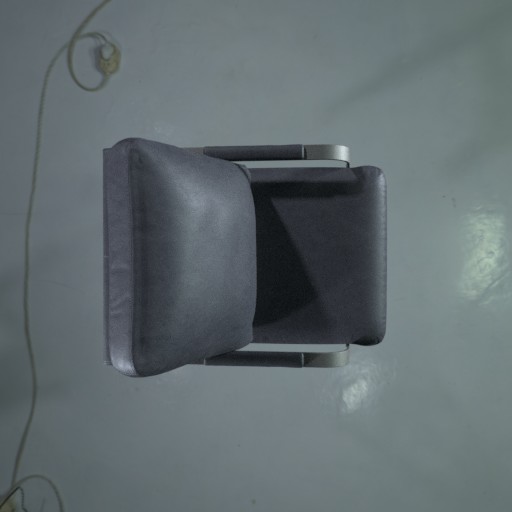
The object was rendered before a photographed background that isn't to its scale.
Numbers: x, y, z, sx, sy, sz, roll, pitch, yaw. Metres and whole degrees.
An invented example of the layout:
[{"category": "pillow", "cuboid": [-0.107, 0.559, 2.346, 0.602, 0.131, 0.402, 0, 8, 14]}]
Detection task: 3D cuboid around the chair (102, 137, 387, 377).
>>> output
[{"category": "chair", "cuboid": [0.000, 0.000, 1.478, 0.878, 0.839, 0.692, 0, 91, 0]}]
